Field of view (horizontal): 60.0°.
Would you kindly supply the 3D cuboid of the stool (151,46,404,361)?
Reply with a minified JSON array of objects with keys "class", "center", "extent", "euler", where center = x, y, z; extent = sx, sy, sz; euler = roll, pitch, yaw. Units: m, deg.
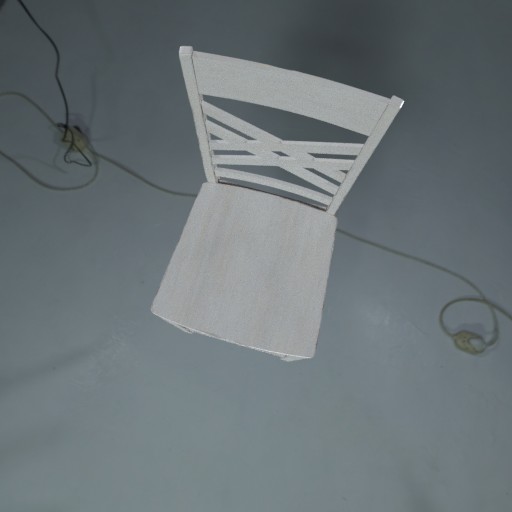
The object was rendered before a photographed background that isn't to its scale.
[{"class":"stool","center":[0.000,0.000,1.346],"extent":[0.462,1.079,0.539],"euler":[15,77,4]}]
